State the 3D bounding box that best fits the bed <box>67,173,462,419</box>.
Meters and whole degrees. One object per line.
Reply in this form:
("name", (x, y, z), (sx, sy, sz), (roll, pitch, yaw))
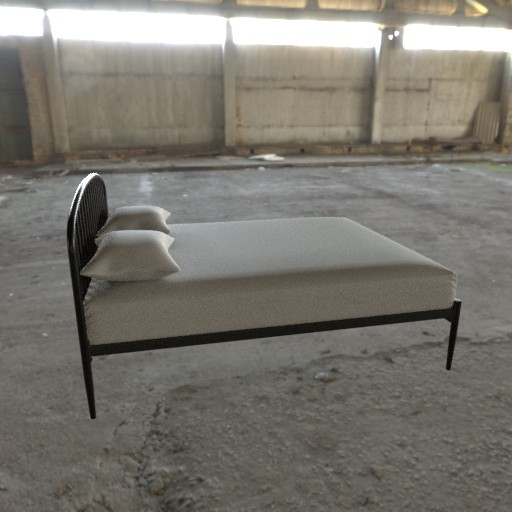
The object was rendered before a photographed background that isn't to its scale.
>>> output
("bed", (0.000, 0.000, 3.120), (2.159, 1.166, 1.618), (-4, 18, -12))
